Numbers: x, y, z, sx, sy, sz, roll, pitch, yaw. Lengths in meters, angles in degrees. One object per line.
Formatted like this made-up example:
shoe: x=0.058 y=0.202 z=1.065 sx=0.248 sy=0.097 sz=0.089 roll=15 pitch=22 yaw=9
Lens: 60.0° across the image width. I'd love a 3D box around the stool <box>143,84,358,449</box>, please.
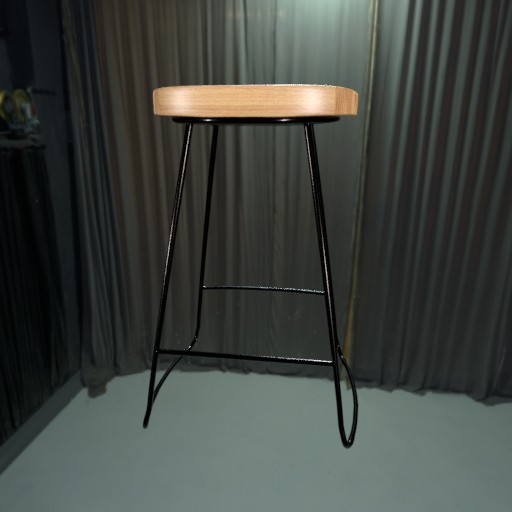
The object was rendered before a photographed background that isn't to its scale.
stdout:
stool: x=0.000 y=0.000 z=0.973 sx=0.480 sy=0.679 sz=0.401 roll=2 pitch=17 yaw=8
